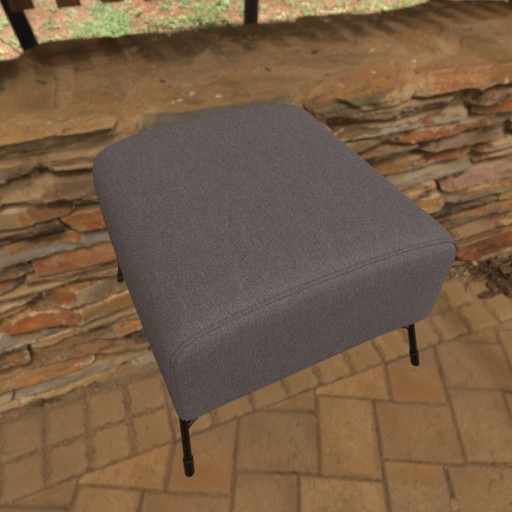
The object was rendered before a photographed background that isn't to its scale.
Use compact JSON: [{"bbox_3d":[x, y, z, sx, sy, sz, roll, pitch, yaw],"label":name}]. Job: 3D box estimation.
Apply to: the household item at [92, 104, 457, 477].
[{"bbox_3d":[0.000,0.000,0.890,0.530,0.410,0.530,-19,48,-18],"label":"household item"}]
